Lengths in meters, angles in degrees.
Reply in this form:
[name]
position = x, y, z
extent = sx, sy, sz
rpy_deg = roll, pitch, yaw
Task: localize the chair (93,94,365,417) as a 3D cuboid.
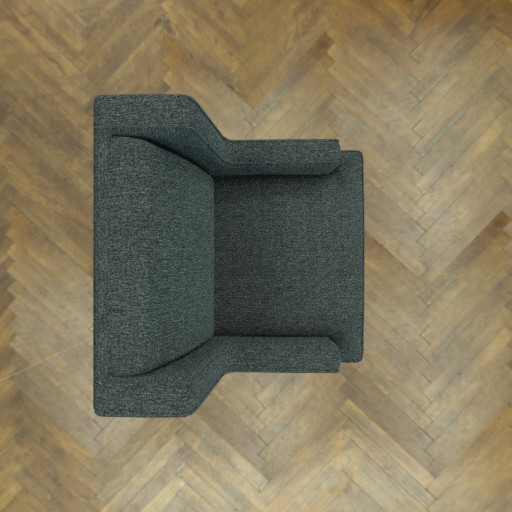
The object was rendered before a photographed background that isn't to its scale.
[chair]
position = 0.000, 0.000, 1.796
extent = 0.927, 1.082, 0.942
rpy_deg = 0, 90, 1
